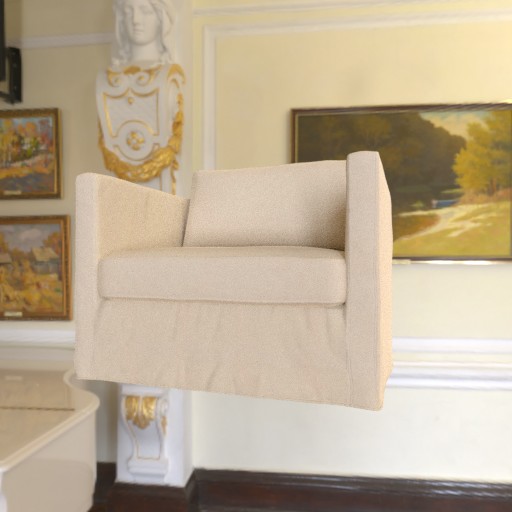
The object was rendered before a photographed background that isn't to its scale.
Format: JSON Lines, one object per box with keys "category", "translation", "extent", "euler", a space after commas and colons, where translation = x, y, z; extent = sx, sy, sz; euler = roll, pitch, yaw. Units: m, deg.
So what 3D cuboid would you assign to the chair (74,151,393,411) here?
{"category": "chair", "translation": [0.000, 0.000, 1.797], "extent": [1.057, 0.851, 0.947], "euler": [0, -1, 19]}
